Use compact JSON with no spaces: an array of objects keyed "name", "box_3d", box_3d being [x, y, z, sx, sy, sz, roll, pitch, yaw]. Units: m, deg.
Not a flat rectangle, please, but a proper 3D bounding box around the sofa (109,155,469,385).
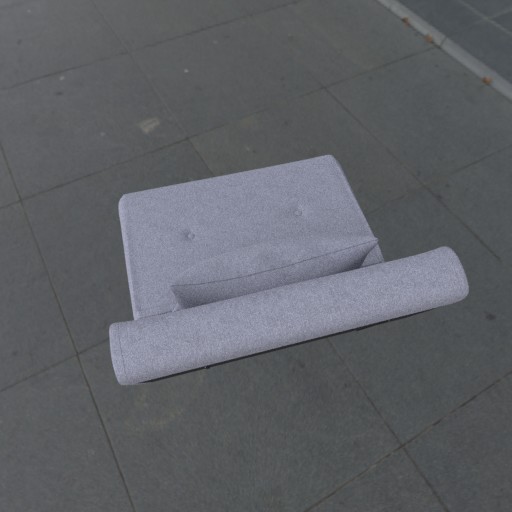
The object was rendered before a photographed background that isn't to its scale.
[{"name":"sofa","box_3d":[0.000,0.000,1.746,1.020,0.825,1.000,-13,59,-8]}]
